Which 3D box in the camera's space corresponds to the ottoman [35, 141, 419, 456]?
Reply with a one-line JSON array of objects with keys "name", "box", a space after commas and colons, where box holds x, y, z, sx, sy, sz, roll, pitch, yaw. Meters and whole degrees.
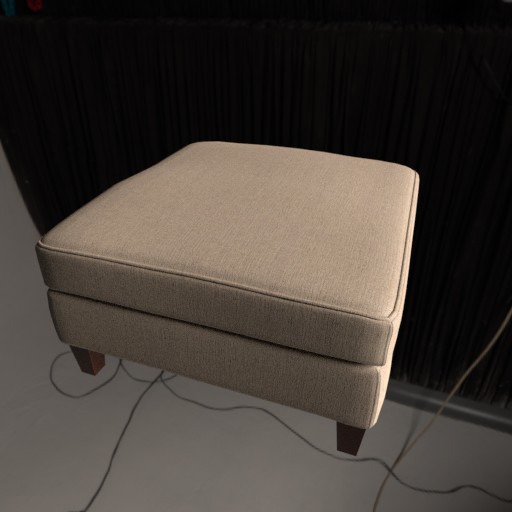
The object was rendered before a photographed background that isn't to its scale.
[{"name": "ottoman", "box": [0.000, 0.000, 1.313, 0.838, 0.481, 0.838, 11, 33, 17]}]
